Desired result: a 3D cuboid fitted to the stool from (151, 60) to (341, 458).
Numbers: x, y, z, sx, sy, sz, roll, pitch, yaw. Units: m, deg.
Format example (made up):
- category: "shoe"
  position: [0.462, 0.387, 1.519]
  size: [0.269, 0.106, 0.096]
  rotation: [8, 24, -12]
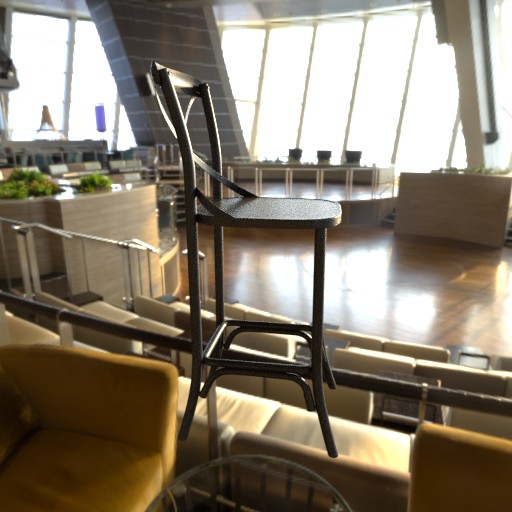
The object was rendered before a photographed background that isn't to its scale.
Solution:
- category: "stool"
  position: [0.000, 0.000, 1.459]
  size: [0.584, 1.168, 0.457]
  rotation: [2, 16, 9]
